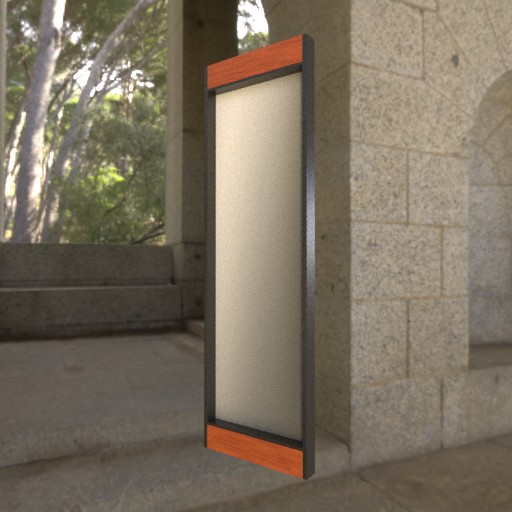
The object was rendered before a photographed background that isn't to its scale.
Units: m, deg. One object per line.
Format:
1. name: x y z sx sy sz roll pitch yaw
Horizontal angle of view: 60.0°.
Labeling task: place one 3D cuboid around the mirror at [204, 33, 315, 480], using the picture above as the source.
1. mirror: 0.000 0.000 1.230 0.343 1.123 0.047 0 -1 35
